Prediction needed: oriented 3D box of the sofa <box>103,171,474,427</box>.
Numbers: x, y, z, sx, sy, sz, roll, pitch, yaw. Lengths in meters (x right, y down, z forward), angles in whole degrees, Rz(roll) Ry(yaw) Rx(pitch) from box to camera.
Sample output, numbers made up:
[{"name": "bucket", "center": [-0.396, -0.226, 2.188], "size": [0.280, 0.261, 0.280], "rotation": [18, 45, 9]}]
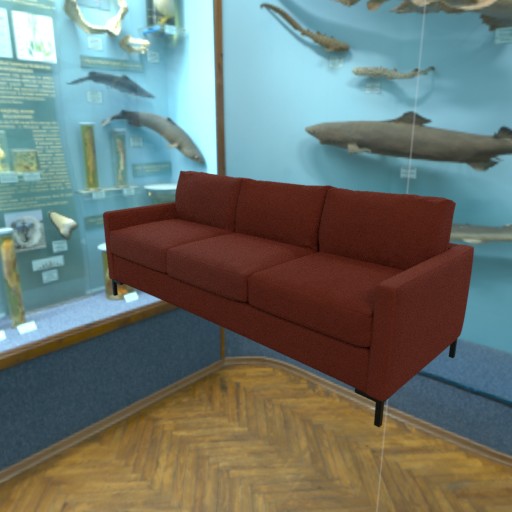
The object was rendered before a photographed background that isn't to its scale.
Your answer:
[{"name": "sofa", "center": [0.000, 0.000, 2.713], "size": [2.252, 0.879, 0.875], "rotation": [15, 22, 42]}]
